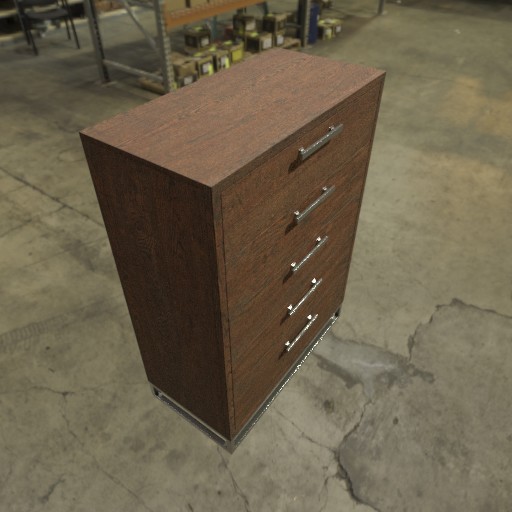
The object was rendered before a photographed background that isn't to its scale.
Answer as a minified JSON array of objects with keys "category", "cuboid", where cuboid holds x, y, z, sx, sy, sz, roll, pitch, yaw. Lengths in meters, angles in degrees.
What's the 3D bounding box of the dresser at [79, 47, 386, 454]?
[{"category":"dresser","cuboid":[0.000,0.000,1.832,0.508,1.321,0.965,26,47,27]}]
